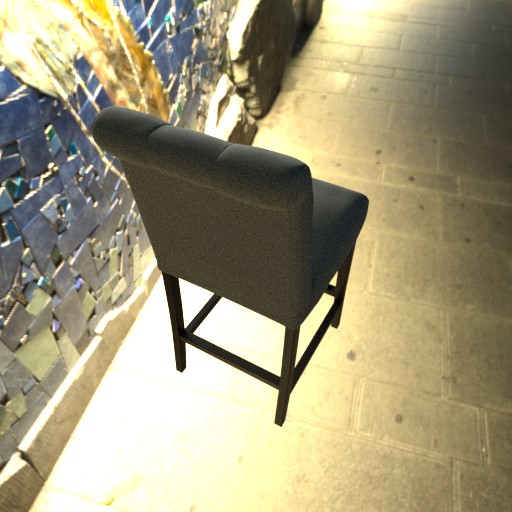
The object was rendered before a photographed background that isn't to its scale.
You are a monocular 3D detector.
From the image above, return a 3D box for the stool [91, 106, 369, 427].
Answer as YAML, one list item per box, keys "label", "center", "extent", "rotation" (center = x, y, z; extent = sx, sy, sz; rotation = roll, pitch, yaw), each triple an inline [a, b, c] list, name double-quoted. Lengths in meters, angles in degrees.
- label: "stool"
  center: [0.000, 0.000, 1.338]
  extent: [0.493, 1.040, 0.601]
  rotation: [22, 48, 21]
